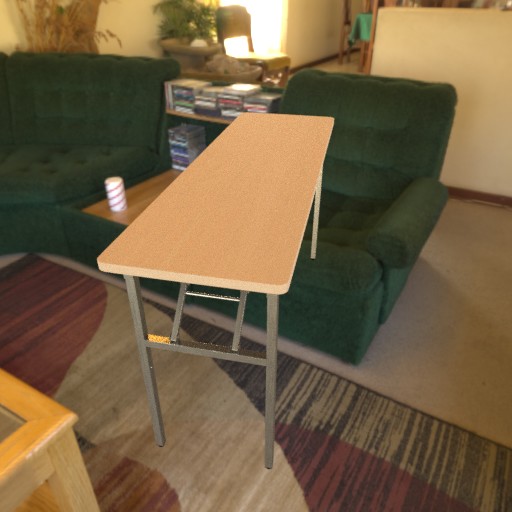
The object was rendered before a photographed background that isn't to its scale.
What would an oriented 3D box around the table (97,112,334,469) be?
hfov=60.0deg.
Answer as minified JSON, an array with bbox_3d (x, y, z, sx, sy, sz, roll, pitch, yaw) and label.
[{"bbox_3d":[0.000,0.000,1.737,0.446,0.750,1.397,7,32,11],"label":"table"}]
